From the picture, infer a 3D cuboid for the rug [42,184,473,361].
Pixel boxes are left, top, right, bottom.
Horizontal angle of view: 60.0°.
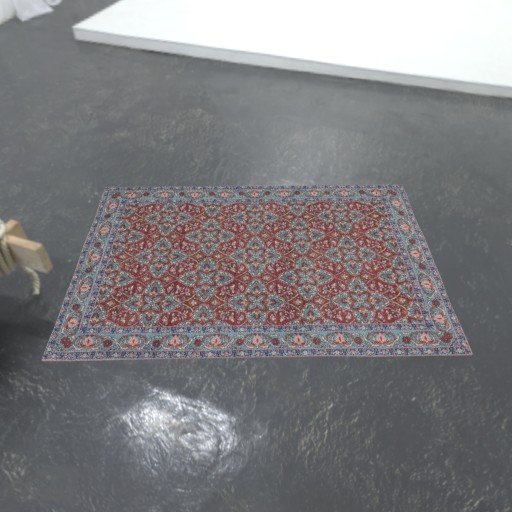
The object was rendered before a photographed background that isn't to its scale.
[{"bbox_3d":[0.000,0.000,2.303,1.829,0.009,1.219,-1,45,-1],"label":"rug"}]
